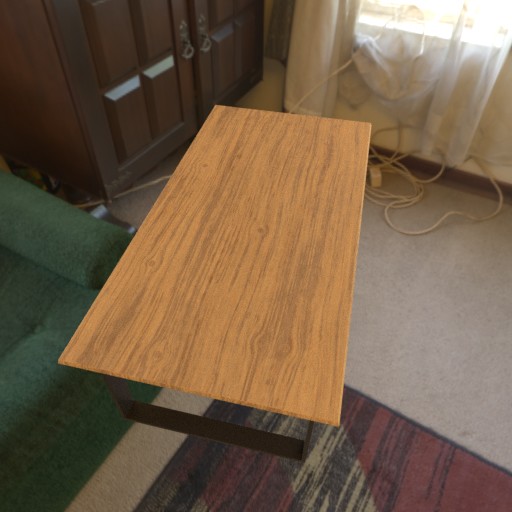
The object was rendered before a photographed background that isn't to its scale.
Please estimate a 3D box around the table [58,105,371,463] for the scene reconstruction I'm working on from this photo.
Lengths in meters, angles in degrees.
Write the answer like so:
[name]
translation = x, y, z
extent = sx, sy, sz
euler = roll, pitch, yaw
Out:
[table]
translation = 0.000, 0.000, 1.641
extent = 0.693, 0.445, 1.331
euler = 10, 47, 9
